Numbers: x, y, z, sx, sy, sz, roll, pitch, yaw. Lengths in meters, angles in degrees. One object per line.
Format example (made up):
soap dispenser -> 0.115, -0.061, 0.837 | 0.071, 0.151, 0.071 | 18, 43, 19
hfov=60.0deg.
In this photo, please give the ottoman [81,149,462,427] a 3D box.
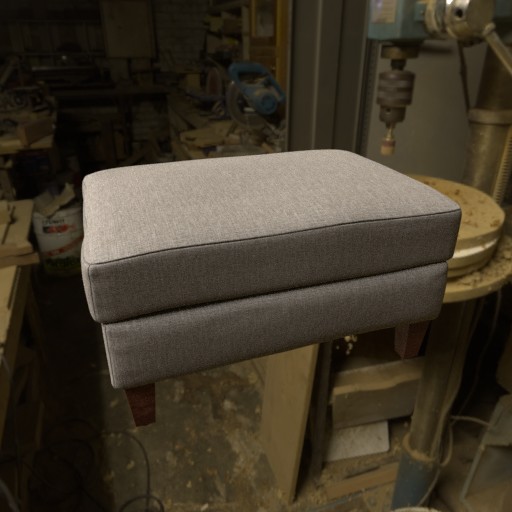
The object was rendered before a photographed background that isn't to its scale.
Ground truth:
ottoman -> 0.000, 0.000, 1.250 | 0.873, 0.494, 0.639 | -9, 28, -17
